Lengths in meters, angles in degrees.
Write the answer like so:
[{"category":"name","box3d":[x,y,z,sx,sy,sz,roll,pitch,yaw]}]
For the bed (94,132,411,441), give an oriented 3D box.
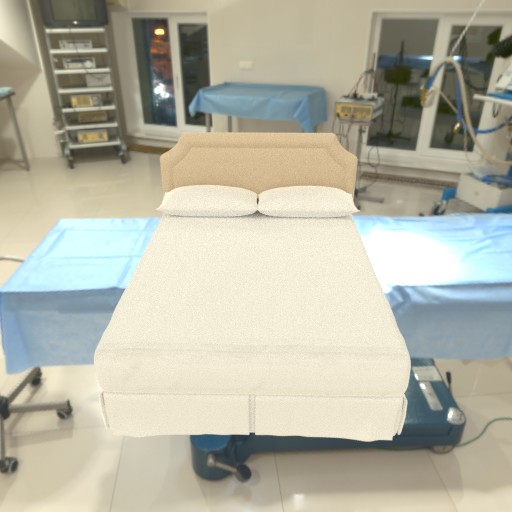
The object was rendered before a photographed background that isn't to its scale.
[{"category":"bed","box3d":[0.000,0.000,3.820,2.134,1.524,2.548,1,29,1]}]
